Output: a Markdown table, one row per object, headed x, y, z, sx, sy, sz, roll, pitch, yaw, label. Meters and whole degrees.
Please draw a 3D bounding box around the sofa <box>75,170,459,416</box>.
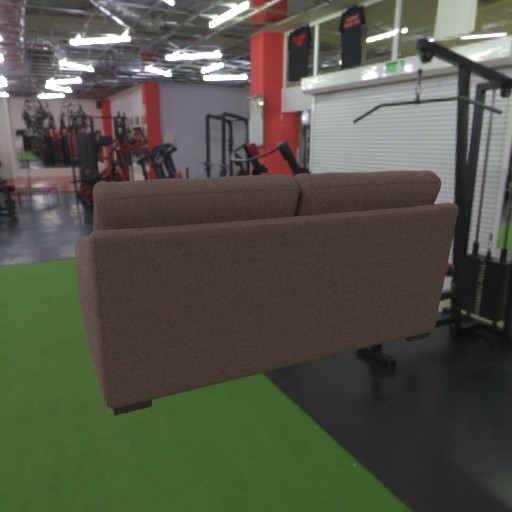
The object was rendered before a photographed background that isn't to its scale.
| x | y | z | sx | sy | sz | roll | pitch | yaw | label |
| --- | --- | --- | --- | --- | --- | --- | --- | --- | --- |
| 0.000 | 0.000 | 2.469 | 1.869 | 0.950 | 1.140 | -7 | 16 | -25 | sofa |
